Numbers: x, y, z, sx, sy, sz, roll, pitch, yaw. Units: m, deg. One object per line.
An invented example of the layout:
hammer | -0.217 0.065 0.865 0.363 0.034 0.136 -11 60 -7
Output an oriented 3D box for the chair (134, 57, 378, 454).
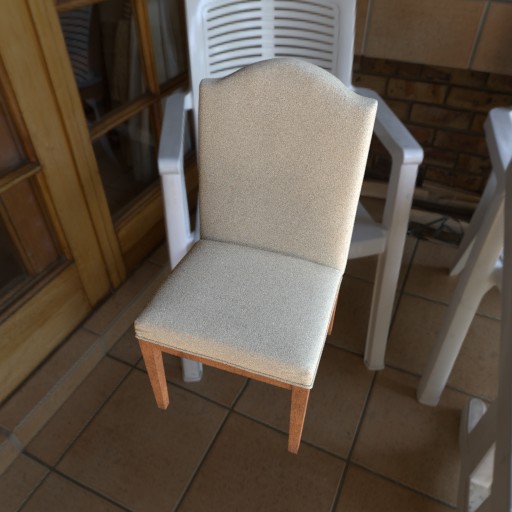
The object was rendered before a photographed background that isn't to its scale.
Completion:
chair | 0.000 0.000 1.382 0.534 1.012 0.648 13 43 14
